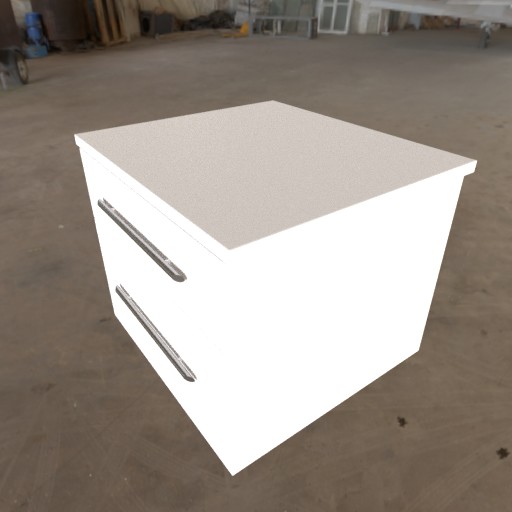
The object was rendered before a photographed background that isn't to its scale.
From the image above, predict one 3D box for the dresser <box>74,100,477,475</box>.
[{"bbox_3d":[0.000,0.000,0.718,0.400,0.360,0.430,-21,37,-30],"label":"dresser"}]
